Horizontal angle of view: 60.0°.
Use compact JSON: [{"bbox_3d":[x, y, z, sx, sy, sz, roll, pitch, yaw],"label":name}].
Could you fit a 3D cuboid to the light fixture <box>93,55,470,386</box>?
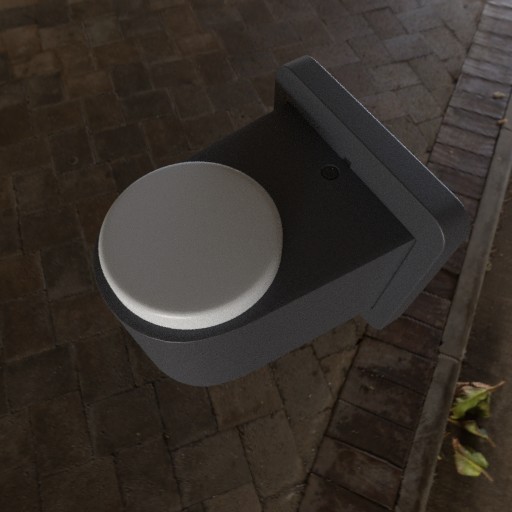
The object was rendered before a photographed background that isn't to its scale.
[{"bbox_3d":[0.000,0.000,0.208,0.132,0.109,0.109,-30,66,-14],"label":"light fixture"}]
